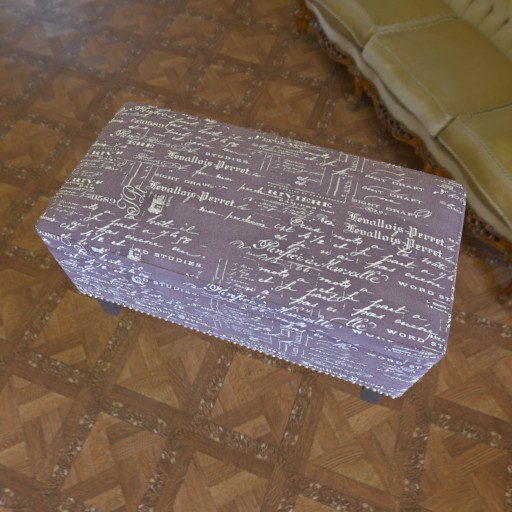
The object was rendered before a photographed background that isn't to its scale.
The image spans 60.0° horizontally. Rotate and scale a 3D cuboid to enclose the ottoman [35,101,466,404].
[{"bbox_3d":[0.000,0.000,1.064,0.813,0.457,0.406,17,61,10],"label":"ottoman"}]
